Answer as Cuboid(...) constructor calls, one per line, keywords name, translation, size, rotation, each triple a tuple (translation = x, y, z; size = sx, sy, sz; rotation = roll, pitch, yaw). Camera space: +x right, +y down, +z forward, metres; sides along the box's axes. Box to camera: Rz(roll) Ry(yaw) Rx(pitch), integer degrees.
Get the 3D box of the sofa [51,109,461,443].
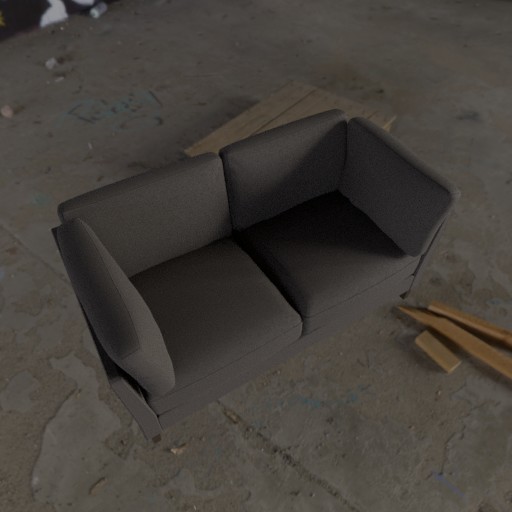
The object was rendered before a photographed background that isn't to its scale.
Cuboid(name="sofa", translation=(0.000, 0.000, 2.294), size=(1.751, 0.920, 0.969), rotation=(-25, 52, -21))
